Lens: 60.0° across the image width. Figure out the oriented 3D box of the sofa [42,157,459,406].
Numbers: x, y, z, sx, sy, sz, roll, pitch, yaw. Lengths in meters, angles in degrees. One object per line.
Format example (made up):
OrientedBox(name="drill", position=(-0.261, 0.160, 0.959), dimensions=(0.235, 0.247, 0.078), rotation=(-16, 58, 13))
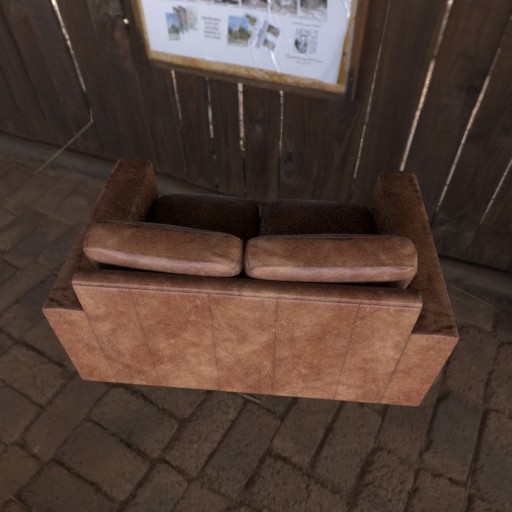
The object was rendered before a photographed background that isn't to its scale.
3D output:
OrientedBox(name="sofa", position=(0.000, 0.000, 2.162), dimensions=(1.626, 0.889, 1.041), rotation=(4, 47, 3))
